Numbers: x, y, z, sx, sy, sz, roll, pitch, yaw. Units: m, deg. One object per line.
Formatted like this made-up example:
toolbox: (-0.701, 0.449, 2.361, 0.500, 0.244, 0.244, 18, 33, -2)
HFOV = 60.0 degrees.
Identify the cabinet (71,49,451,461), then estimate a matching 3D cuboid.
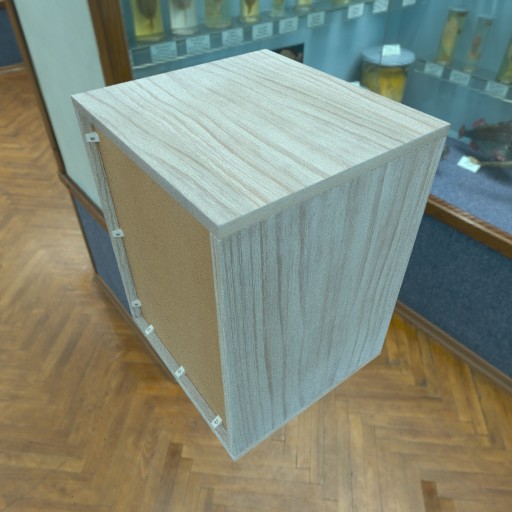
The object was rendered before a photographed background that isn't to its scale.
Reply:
cabinet: (0.000, 0.000, 0.836, 0.401, 0.579, 0.409, -27, 48, -27)
